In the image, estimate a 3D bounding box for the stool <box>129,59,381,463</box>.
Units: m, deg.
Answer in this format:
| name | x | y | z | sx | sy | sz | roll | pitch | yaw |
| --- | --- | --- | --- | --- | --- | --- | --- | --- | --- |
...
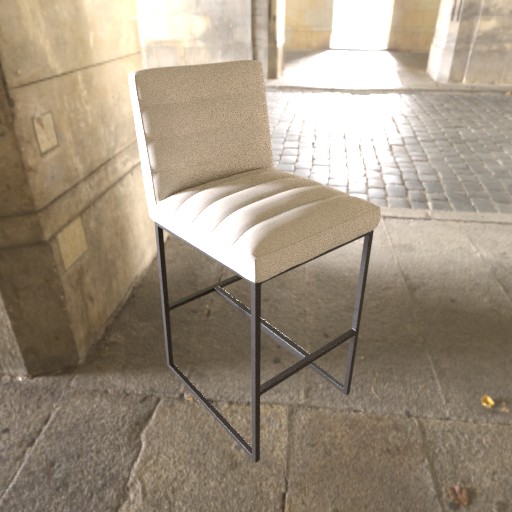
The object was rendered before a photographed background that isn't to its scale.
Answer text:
| name | x | y | z | sx | sy | sz | roll | pitch | yaw |
| --- | --- | --- | --- | --- | --- | --- | --- | --- | --- |
| stool | 0.000 | 0.000 | 1.382 | 0.464 | 1.061 | 0.573 | -22 | 37 | -33 |
